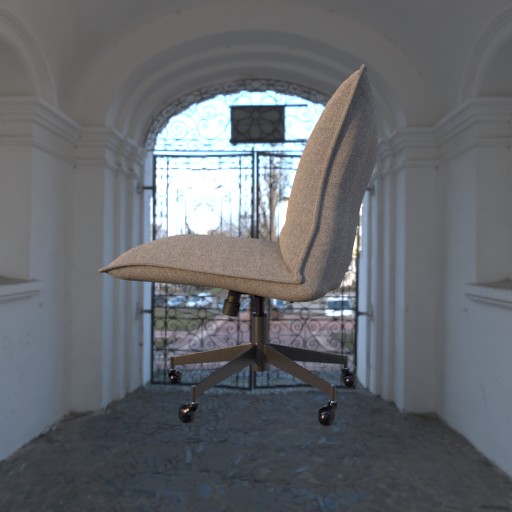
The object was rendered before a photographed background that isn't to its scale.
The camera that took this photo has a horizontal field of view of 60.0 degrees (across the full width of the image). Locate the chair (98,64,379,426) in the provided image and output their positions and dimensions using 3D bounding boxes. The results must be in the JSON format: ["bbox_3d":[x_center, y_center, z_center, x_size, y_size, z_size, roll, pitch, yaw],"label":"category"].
[{"bbox_3d":[0.000,0.000,1.309,0.696,0.811,0.597,0,0,18],"label":"chair"}]
